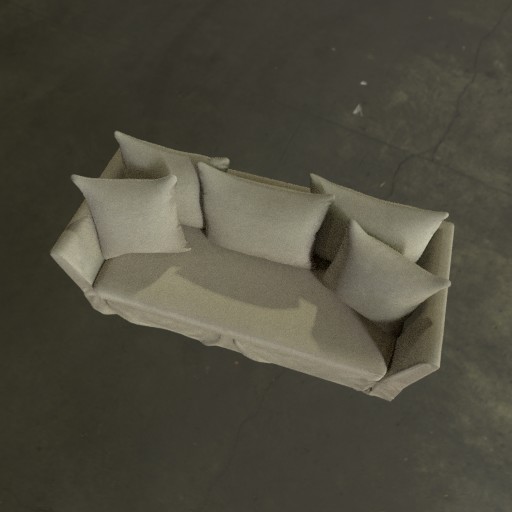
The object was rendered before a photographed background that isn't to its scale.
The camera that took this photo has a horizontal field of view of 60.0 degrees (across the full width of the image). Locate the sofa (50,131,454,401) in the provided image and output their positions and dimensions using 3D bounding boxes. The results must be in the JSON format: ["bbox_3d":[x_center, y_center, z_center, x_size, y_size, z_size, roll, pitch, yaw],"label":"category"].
[{"bbox_3d":[0.000,0.000,2.879,2.290,1.034,1.031,15,59,9],"label":"sofa"}]
